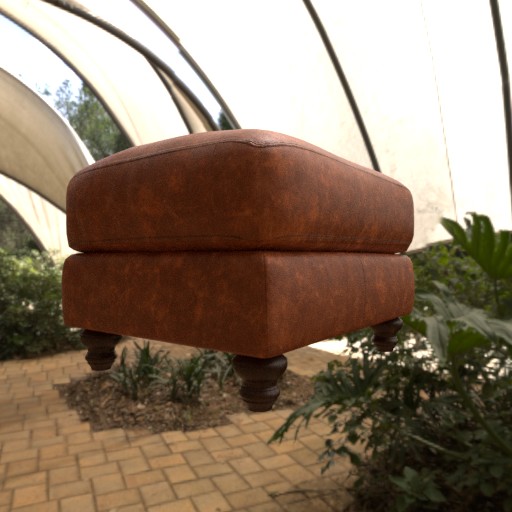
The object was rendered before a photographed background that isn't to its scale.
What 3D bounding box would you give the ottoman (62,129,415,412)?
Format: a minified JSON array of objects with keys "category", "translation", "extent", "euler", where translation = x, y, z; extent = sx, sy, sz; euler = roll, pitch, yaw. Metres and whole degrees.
[{"category":"ottoman","translation":[0.000,0.000,1.216],"extent":[0.657,0.562,0.832],"euler":[0,0,36]}]
